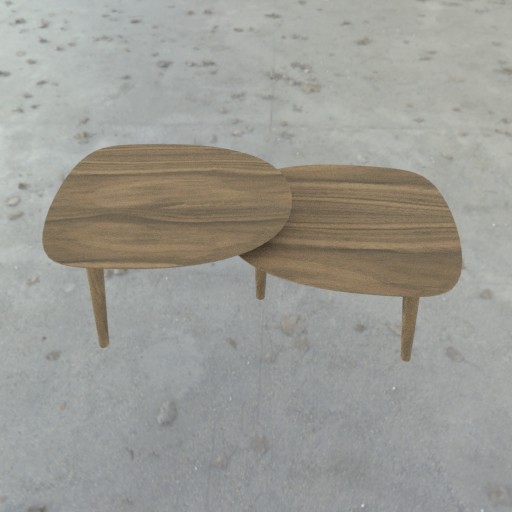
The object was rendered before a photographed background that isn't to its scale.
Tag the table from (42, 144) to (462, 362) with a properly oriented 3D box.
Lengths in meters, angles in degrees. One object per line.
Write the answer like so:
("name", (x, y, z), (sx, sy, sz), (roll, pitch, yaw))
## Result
("table", (0.000, 0.000, 1.334), (1.084, 0.429, 0.527), (2, 46, 2))
